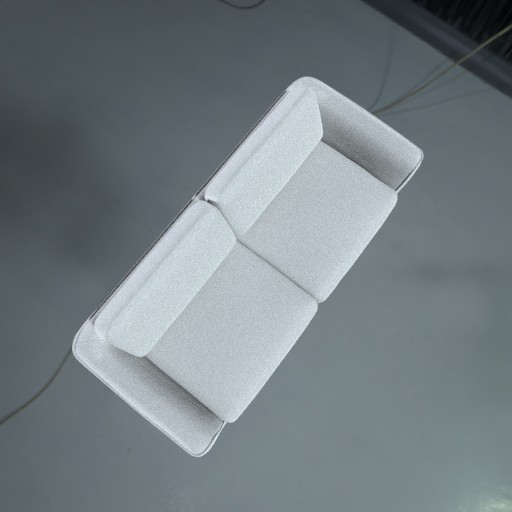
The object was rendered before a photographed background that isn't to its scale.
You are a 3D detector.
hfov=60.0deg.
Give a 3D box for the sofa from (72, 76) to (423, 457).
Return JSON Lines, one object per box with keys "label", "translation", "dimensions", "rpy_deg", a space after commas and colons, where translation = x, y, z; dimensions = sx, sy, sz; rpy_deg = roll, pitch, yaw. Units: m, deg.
{"label": "sofa", "translation": [0.000, 0.000, 2.485], "dimensions": [0.920, 0.850, 2.000], "rpy_deg": [37, 79, 8]}
